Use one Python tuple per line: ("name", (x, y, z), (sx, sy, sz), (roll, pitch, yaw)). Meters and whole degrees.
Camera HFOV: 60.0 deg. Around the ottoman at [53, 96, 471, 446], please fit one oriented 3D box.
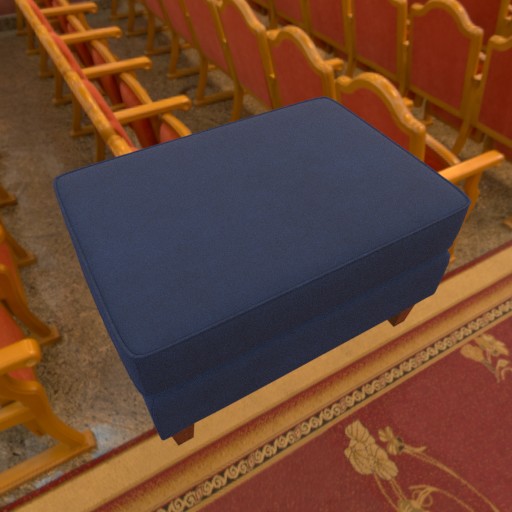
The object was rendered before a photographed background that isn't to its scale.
("ottoman", (0.000, 0.000, 1.376), (0.965, 0.584, 0.686), (-23, 51, -20))
